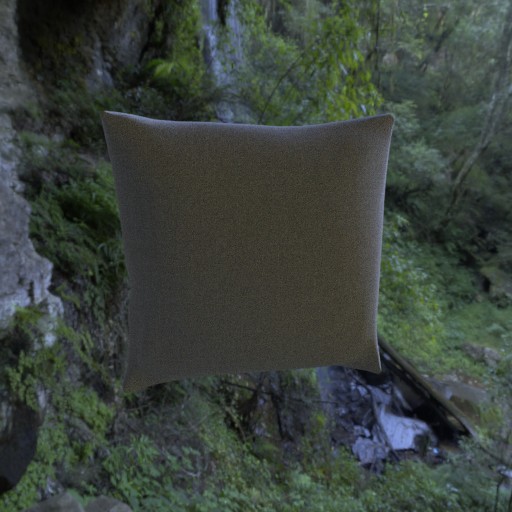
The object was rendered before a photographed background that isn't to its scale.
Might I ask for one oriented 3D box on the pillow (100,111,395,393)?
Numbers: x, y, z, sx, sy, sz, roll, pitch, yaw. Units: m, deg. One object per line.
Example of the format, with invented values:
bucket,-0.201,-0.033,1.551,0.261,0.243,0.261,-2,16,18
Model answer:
pillow,0.000,0.000,0.794,0.496,0.491,0.219,-2,15,-9
